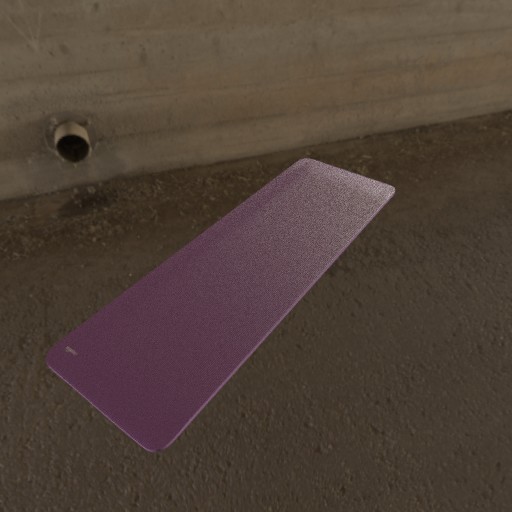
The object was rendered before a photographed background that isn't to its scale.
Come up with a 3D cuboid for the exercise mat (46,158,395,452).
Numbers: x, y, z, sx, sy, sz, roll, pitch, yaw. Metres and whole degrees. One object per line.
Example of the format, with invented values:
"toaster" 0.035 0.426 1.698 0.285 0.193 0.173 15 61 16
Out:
"exercise mat" 0.000 0.000 2.056 0.616 0.021 1.869 26 47 26
